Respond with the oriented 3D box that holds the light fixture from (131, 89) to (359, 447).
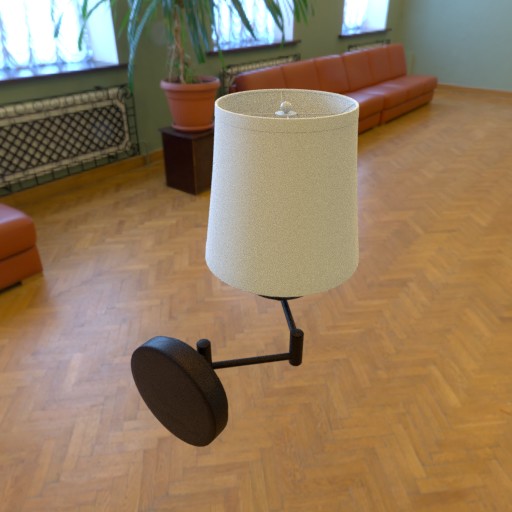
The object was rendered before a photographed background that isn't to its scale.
[{"bbox_3d":[0.000,0.000,0.270,0.100,0.172,0.157,21,36,31],"label":"light fixture"}]
